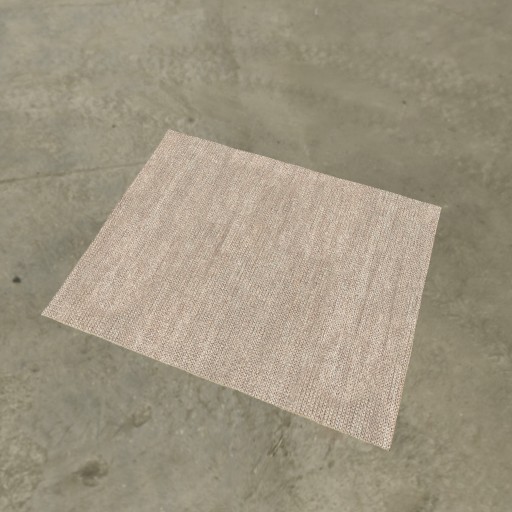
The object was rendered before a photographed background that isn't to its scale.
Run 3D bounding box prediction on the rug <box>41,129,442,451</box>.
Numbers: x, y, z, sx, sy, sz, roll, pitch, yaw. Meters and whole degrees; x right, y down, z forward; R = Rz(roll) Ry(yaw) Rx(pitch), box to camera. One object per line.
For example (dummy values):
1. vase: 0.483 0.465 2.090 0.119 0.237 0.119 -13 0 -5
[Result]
1. rug: 0.000 0.000 4.123 3.052 0.030 2.429 18 60 11
